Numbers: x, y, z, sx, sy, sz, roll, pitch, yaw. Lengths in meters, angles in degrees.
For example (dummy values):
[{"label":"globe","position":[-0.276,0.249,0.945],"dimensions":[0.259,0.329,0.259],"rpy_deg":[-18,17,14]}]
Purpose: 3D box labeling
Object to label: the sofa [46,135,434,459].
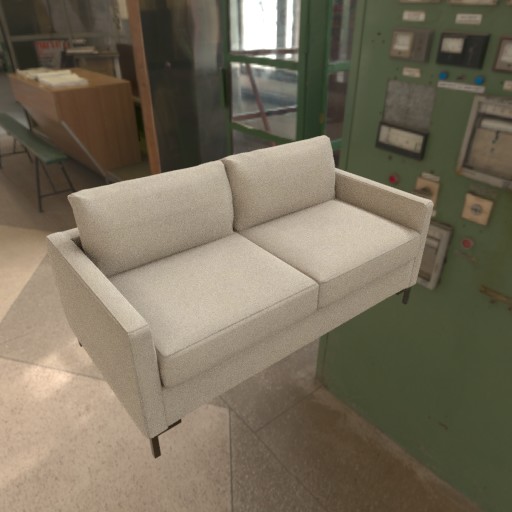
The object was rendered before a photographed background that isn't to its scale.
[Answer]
[{"label":"sofa","position":[0.000,0.000,2.165],"dimensions":[1.682,0.840,0.875],"rpy_deg":[-22,37,-33]}]
